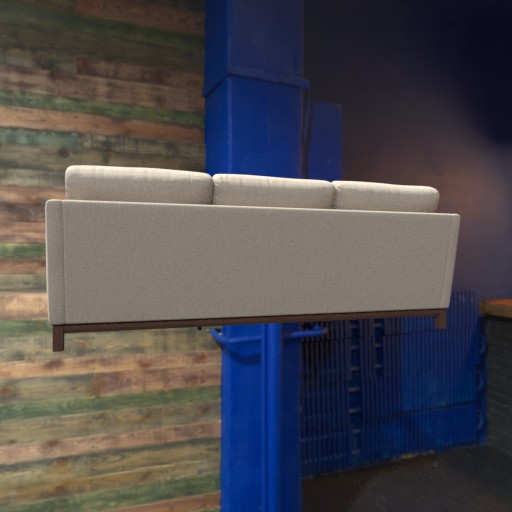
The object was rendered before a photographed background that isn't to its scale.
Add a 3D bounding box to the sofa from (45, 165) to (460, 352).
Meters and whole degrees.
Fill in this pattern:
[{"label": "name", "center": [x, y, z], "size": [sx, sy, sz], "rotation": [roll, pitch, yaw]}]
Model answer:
[{"label": "sofa", "center": [0.000, 0.000, 2.803], "size": [2.321, 0.913, 1.000], "rotation": [0, 0, -18]}]
